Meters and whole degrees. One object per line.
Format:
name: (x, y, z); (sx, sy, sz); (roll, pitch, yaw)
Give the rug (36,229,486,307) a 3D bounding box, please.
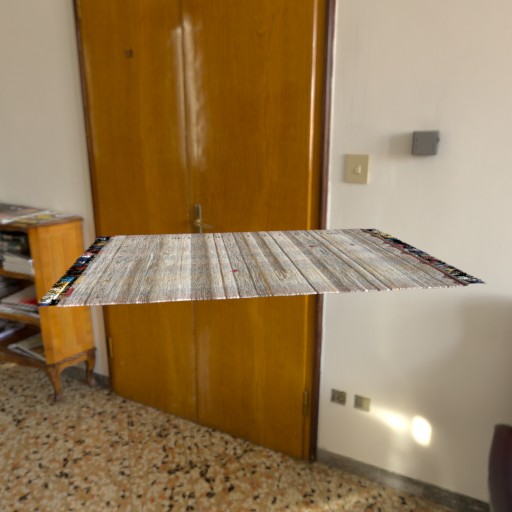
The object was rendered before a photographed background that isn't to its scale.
rug: (0.000, 0.000, 2.332); (1.848, 0.012, 1.217); (-2, 15, -8)
